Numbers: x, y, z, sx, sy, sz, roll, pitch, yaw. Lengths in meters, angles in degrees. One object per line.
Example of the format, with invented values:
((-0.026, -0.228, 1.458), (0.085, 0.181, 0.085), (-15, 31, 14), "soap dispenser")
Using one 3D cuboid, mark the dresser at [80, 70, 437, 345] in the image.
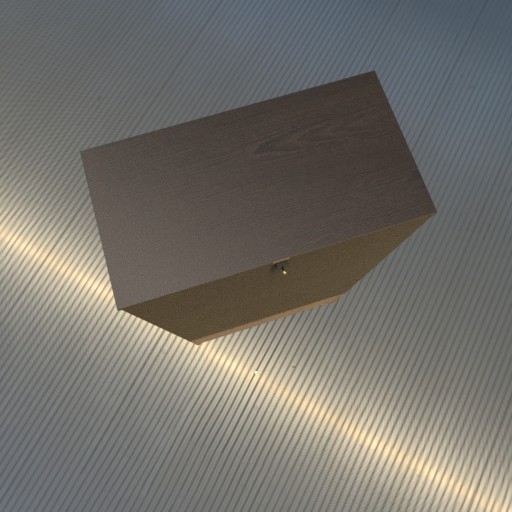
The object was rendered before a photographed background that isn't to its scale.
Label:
((0.000, 0.000, 1.575), (0.704, 1.254, 0.418), (-17, 76, -4), "dresser")
